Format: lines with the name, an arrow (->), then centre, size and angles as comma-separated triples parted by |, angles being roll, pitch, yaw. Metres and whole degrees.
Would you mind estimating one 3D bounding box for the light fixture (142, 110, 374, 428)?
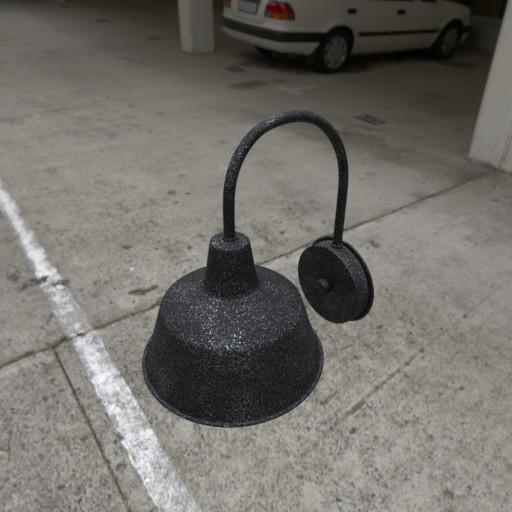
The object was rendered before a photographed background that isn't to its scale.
light fixture -> 0.000, 0.000, 0.488 | 0.283, 0.300, 0.216 | -21, 38, -31
